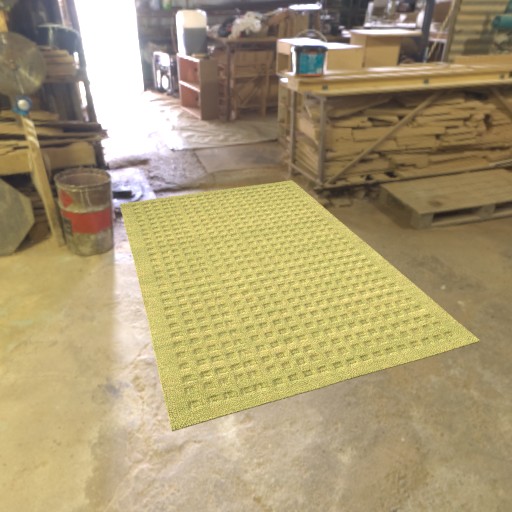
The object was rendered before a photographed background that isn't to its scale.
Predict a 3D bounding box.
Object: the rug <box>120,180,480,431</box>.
[{"bbox_3d":[0.000,0.000,2.886,1.529,0.007,2.297,-11,33,-17],"label":"rug"}]
